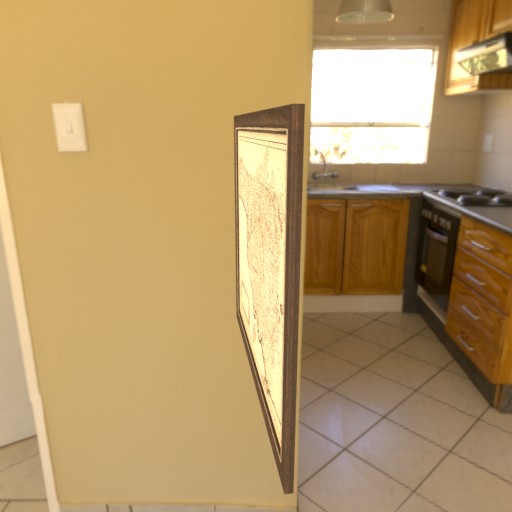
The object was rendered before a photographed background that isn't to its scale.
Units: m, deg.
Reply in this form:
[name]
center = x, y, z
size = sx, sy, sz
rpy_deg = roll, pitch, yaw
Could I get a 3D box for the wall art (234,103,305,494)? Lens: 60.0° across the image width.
[wall art]
center = 0.000, 0.000, 1.417
size = 0.023, 0.875, 1.033
rpy_deg = -2, 17, -8
